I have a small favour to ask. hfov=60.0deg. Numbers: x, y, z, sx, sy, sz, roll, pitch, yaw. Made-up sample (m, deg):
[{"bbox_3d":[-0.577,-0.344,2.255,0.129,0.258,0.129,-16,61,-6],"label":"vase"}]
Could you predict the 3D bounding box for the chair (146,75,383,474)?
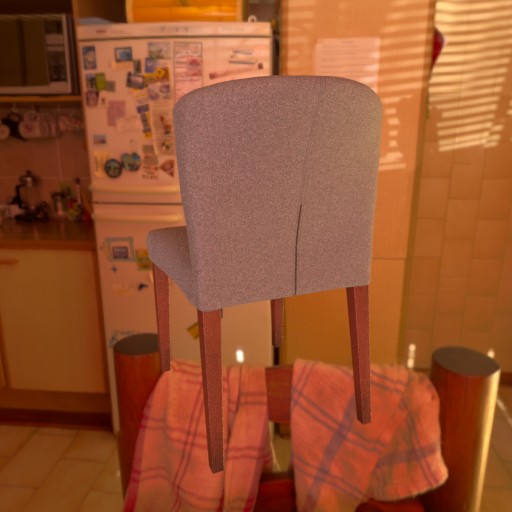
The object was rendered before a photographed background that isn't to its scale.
[{"bbox_3d":[0.000,0.000,1.186,0.491,0.839,0.592,-7,16,-24],"label":"chair"}]
